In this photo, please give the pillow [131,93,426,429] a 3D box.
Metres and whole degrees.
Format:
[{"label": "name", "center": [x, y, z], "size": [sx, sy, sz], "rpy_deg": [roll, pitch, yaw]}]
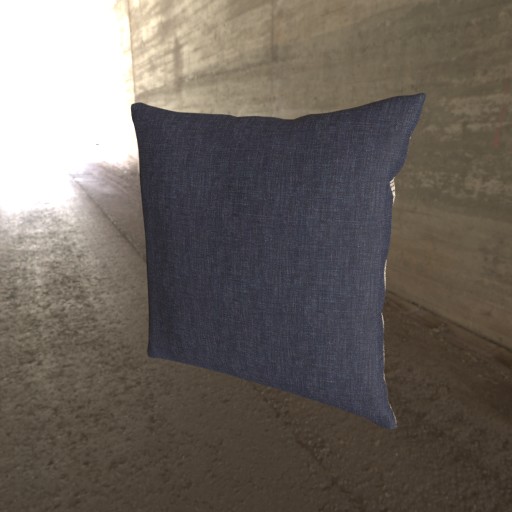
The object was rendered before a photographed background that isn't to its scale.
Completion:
[{"label": "pillow", "center": [0.000, 0.000, 0.758], "size": [0.510, 0.510, 0.145], "rpy_deg": [8, 18, 27]}]
